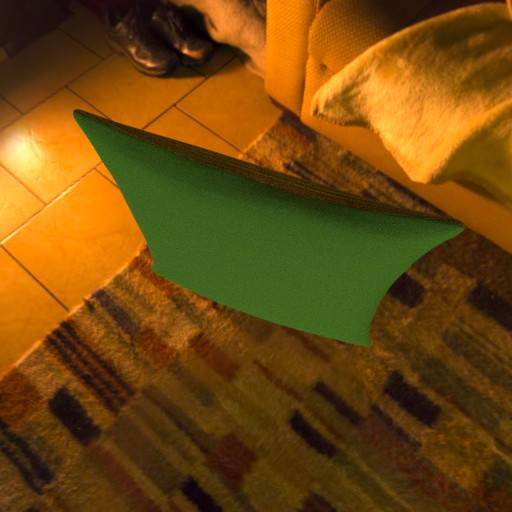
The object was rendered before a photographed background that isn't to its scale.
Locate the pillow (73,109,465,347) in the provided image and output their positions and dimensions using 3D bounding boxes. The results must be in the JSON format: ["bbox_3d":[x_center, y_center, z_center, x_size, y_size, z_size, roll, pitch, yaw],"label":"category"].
[{"bbox_3d":[0.000,0.000,0.757,0.514,0.497,0.150,19,65,9],"label":"pillow"}]
